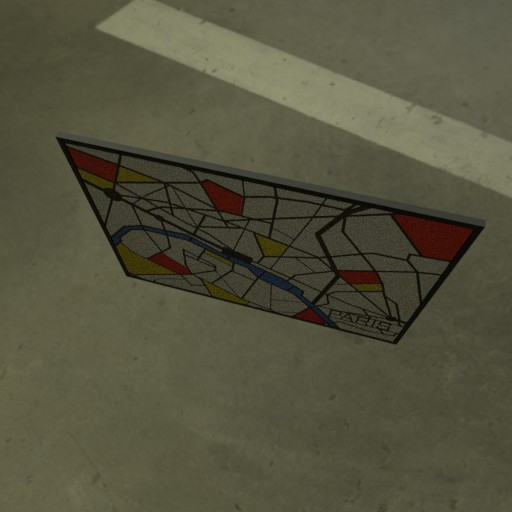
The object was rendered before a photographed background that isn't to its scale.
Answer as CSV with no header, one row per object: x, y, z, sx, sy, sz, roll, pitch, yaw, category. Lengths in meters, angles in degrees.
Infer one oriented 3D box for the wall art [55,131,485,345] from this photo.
0.000,0.000,0.860,0.664,0.458,0.013,13,59,8,wall art
